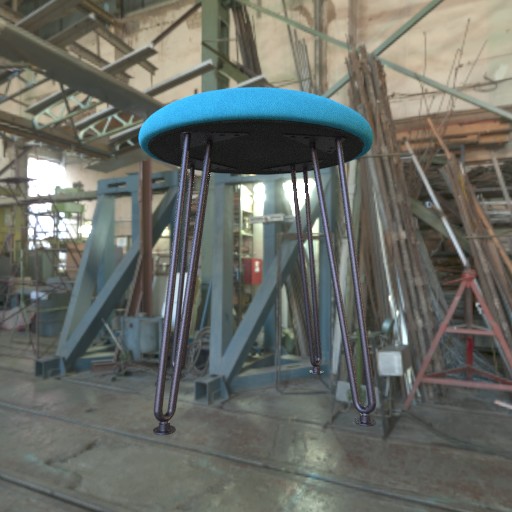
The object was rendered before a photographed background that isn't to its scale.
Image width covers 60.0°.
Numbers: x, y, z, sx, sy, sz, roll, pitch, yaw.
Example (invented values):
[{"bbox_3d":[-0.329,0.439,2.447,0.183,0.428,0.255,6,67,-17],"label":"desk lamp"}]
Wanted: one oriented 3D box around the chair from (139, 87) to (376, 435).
[{"bbox_3d":[0.000,0.000,0.683,0.350,0.430,0.350,0,-1,-18],"label":"chair"}]
